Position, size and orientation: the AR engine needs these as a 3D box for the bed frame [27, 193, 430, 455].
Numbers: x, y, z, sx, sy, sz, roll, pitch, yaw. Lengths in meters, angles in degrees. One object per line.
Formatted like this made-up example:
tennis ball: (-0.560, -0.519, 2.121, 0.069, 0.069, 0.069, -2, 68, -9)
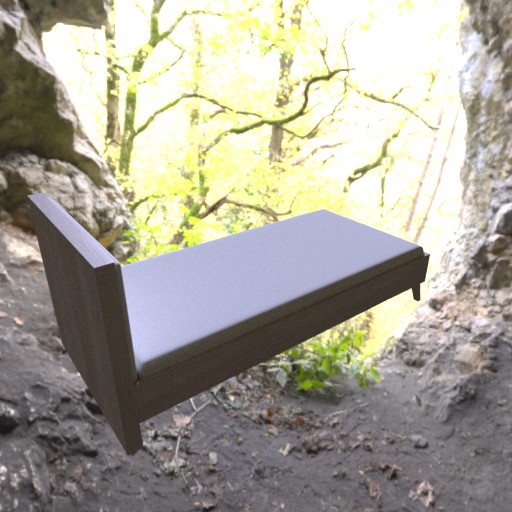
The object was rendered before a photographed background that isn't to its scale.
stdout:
bed frame: (0.000, 0.000, 2.657, 2.140, 0.920, 0.990, -18, 31, -33)
